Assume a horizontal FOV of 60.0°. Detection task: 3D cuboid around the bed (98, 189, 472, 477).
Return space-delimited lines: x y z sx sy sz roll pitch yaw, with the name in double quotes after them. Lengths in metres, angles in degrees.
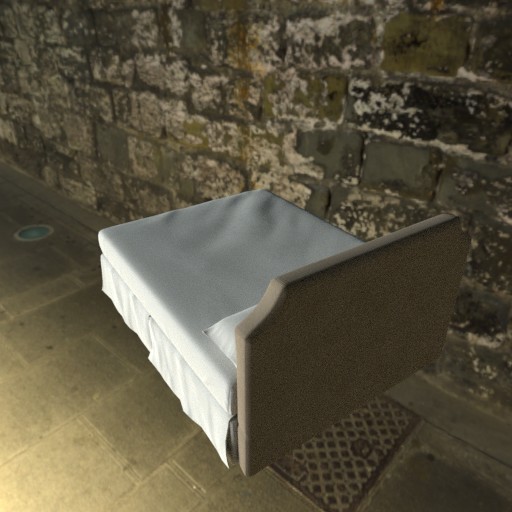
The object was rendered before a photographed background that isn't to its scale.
0.000 0.000 3.602 1.977 1.293 2.498 -19 35 -29 "bed"
